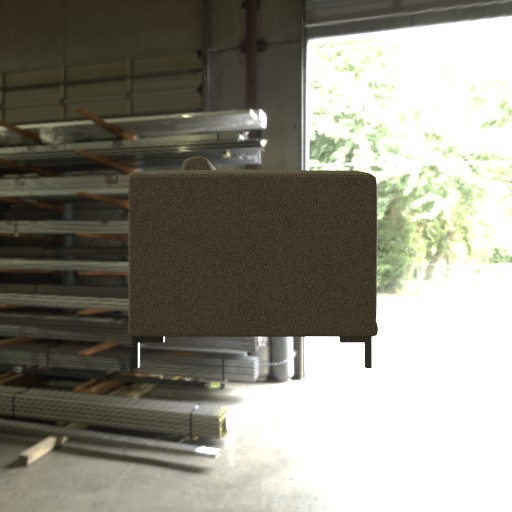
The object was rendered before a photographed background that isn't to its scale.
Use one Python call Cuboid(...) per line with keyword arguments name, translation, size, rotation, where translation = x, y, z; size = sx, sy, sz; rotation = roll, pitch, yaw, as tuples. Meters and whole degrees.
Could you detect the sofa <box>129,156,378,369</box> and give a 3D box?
Cuboid(name="sofa", translation=(0.000, 0.000, 2.897), size=(0.969, 0.867, 2.415), rotation=(0, 0, 0))
